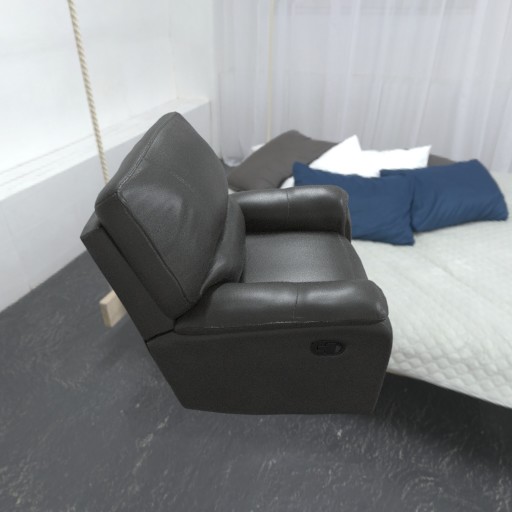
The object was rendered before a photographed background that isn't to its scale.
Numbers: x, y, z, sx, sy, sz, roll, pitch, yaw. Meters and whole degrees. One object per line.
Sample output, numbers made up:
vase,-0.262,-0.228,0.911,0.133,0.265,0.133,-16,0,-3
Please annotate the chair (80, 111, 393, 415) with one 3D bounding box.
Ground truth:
chair,0.000,0.000,1.994,1.087,1.109,1.096,0,32,1
